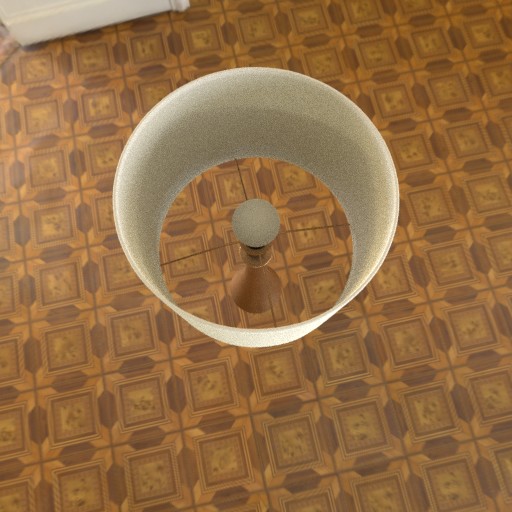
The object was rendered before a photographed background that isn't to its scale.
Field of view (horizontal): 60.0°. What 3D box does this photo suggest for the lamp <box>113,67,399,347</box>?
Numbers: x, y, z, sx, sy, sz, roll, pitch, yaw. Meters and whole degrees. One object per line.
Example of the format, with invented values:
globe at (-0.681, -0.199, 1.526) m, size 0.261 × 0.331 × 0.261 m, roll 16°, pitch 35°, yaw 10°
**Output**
lamp at (0.000, 0.000, 0.645) m, size 0.268 × 0.479 × 0.268 m, roll -12°, pitch 75°, yaw -3°
